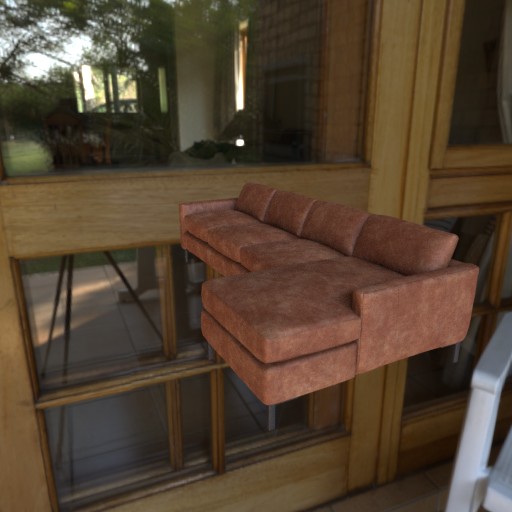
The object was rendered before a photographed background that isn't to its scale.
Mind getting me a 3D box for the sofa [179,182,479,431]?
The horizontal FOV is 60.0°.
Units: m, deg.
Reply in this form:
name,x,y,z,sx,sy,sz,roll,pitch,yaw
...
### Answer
name,x,y,z,sx,sy,sz,roll,pitch,yaw
sofa,0.000,0.000,3.642,1.471,0.859,2.993,-9,19,-27
